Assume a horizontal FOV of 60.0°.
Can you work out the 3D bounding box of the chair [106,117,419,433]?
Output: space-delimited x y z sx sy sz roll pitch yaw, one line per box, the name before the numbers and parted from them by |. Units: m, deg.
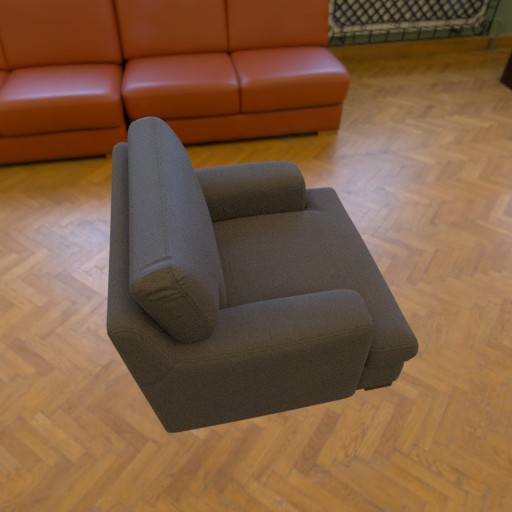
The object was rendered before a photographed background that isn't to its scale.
chair | 0.000 0.000 1.991 1.143 0.940 1.168 -8 46 -8
